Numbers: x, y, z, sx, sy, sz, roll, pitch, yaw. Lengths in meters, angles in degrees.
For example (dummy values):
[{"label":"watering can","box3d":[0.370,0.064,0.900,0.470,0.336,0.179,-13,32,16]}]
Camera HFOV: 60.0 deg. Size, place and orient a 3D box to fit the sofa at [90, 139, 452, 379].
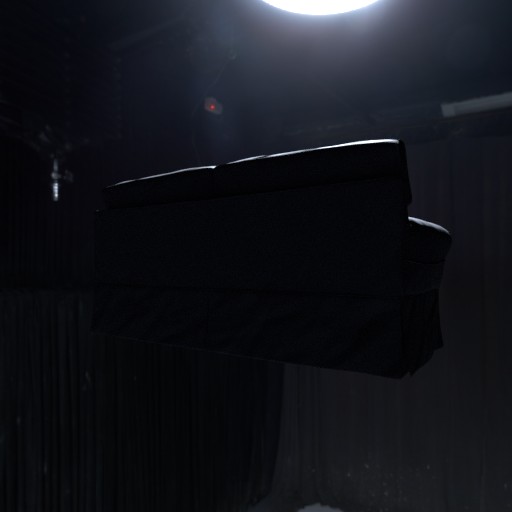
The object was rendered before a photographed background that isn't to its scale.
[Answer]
[{"label":"sofa","box3d":[0.000,0.000,2.895,2.256,1.094,0.983,-1,-1,36]}]
